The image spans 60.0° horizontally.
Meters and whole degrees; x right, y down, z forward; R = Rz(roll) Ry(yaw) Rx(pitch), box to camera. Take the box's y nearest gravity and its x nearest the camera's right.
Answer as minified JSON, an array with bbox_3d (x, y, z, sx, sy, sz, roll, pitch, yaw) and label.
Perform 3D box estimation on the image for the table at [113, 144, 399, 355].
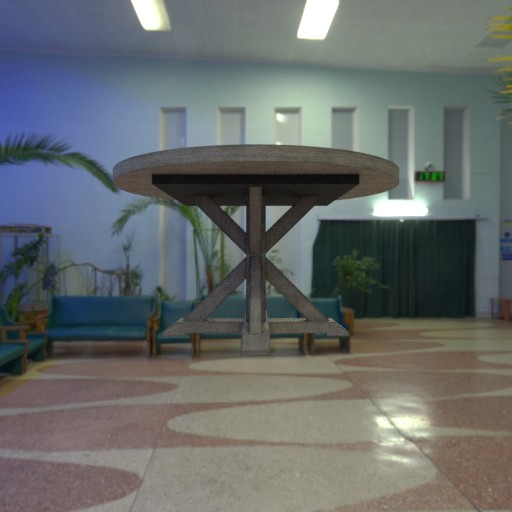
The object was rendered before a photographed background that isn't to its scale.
[{"bbox_3d":[0.000,0.000,2.212,1.363,0.781,1.363,0,0,0],"label":"table"}]
